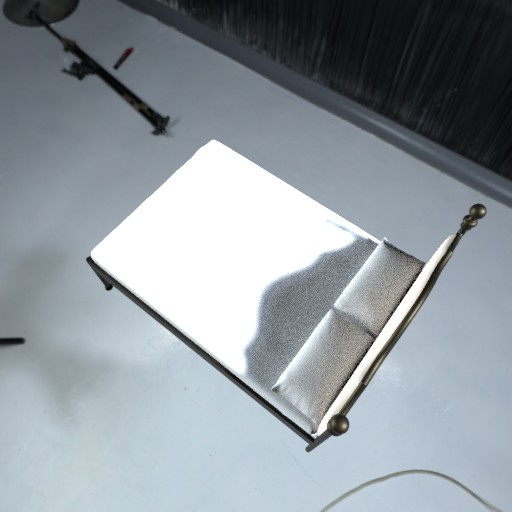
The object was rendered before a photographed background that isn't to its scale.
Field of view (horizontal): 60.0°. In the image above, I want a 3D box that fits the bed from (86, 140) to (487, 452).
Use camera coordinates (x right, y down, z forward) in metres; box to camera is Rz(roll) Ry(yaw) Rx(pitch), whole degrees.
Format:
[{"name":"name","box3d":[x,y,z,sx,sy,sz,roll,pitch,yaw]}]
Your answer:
[{"name":"bed","box3d":[0.000,0.000,3.159,2.170,1.462,1.533,35,68,17]}]
